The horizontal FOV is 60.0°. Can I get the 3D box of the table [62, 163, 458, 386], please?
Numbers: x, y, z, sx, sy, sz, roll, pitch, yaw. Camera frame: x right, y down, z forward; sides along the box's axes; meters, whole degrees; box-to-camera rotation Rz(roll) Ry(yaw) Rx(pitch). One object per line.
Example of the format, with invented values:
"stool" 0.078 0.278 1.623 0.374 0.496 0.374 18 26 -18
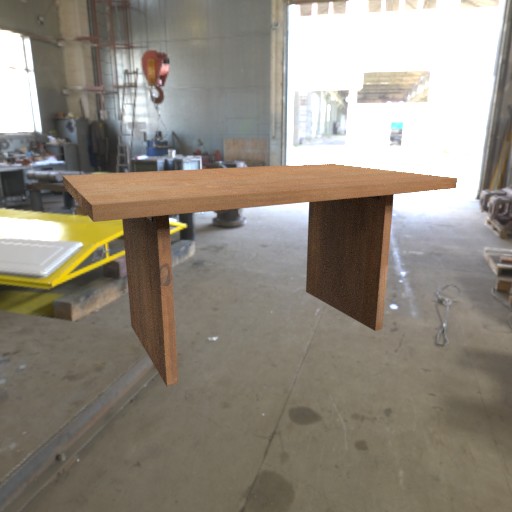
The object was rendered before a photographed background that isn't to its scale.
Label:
"table" 0.000 0.000 2.198 1.609 0.780 0.946 -8 18 -26
